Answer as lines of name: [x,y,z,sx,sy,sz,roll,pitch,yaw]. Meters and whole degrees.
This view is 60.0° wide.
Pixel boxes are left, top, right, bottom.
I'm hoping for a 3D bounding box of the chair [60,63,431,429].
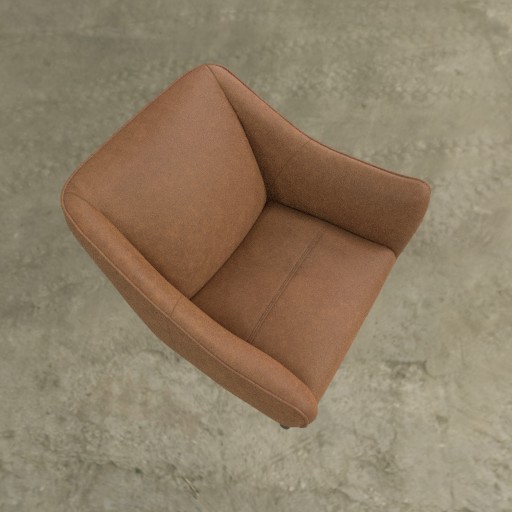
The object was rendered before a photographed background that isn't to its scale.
chair: [0.000,0.000,1.518,0.852,0.830,0.871,28,63,16]
